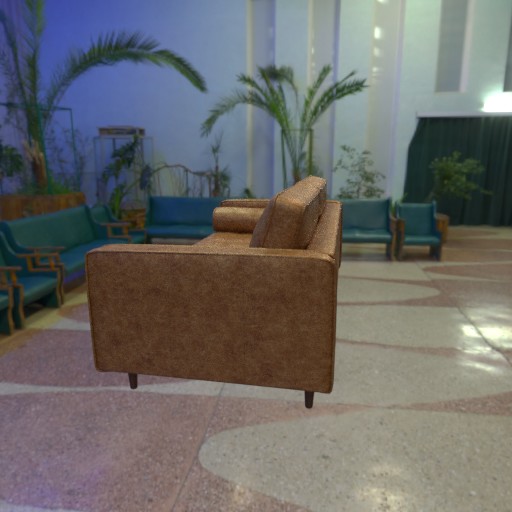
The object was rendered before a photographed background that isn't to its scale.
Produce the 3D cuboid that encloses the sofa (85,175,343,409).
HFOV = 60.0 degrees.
[{"bbox_3d":[0.000,0.000,2.458,0.924,0.825,1.920,3,13,11],"label":"sofa"}]
